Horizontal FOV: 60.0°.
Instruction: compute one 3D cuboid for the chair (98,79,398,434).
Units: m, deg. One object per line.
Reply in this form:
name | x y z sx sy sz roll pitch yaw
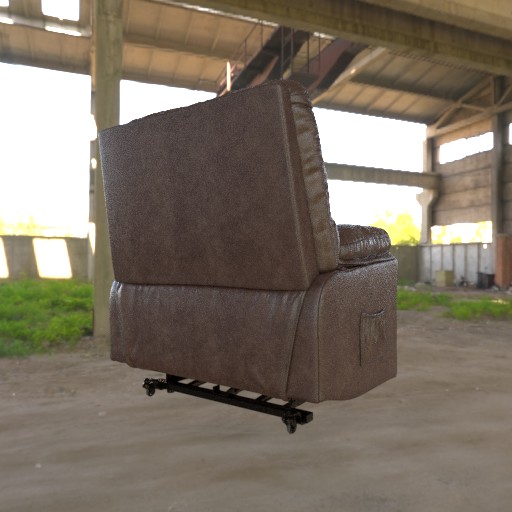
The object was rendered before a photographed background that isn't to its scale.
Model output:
chair | 0.000 0.000 1.723 0.940 1.041 0.879 0 -1 36
